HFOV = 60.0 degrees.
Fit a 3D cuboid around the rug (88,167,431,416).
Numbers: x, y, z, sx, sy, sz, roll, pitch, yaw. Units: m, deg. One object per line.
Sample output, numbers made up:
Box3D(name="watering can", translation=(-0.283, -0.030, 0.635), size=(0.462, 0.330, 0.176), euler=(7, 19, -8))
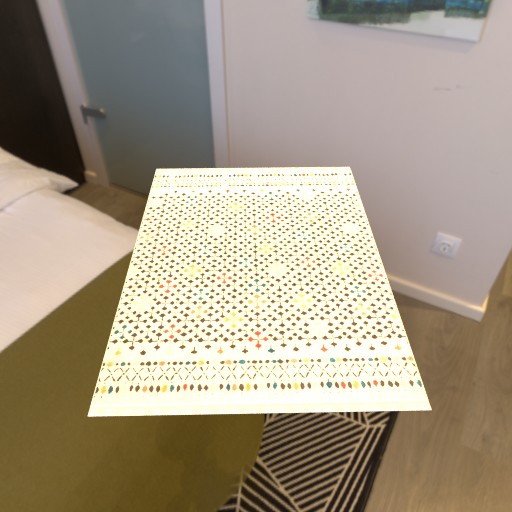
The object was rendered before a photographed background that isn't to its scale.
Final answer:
Box3D(name="rug", translation=(0.000, 0.000, 2.053), size=(1.146, 0.006, 1.556), euler=(-1, 42, -1))
